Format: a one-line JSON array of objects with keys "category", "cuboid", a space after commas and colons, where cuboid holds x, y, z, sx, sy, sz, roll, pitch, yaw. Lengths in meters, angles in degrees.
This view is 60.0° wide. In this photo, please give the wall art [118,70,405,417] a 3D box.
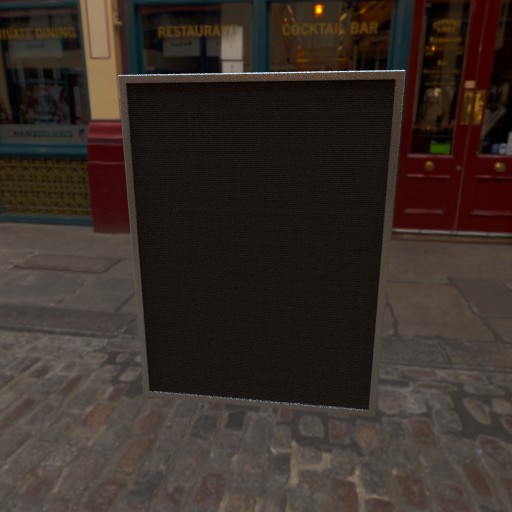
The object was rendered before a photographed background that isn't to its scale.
[{"category": "wall art", "cuboid": [0.000, 0.000, 1.387, 0.801, 1.062, 0.037, 2, 16, 8]}]
